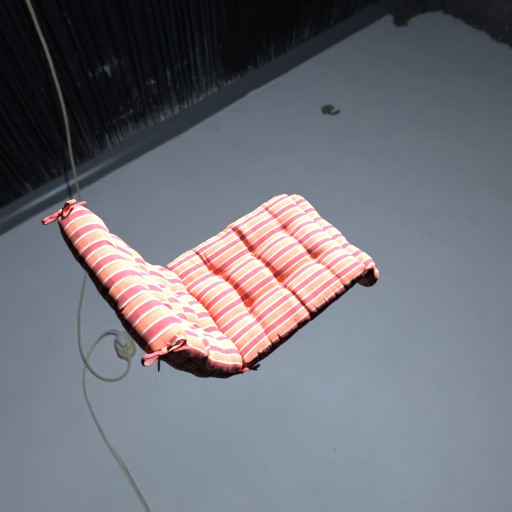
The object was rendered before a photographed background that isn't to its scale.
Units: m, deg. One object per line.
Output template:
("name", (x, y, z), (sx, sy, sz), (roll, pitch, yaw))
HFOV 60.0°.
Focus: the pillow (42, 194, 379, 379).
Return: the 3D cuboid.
("pillow", (0.000, 0.000, 1.530), (1.016, 0.863, 0.526), (-35, 65, -19))
